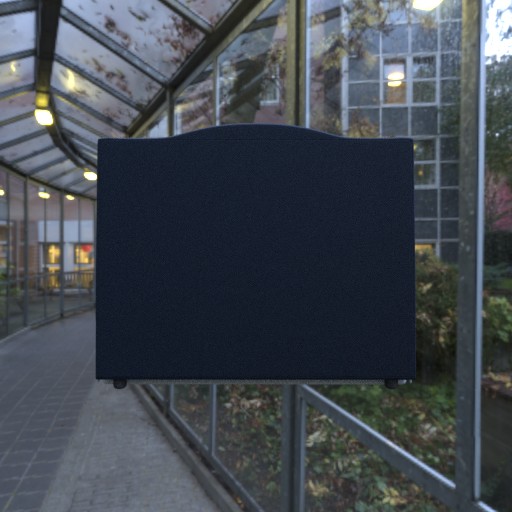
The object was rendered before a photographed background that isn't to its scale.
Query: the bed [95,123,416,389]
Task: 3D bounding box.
[{"bbox_3d":[0.000,0.000,3.494,1.821,1.436,2.282,0,0,0],"label":"bed"}]
